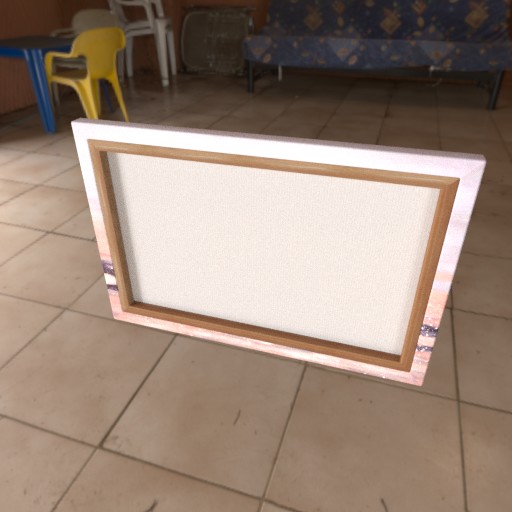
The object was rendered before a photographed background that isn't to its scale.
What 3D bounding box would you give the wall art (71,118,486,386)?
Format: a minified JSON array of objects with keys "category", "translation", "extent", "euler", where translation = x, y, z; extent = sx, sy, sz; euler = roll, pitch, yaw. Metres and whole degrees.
[{"category":"wall art","translation":[0.000,0.000,1.117],"extent":[0.913,0.609,0.038],"euler":[9,33,15]}]
